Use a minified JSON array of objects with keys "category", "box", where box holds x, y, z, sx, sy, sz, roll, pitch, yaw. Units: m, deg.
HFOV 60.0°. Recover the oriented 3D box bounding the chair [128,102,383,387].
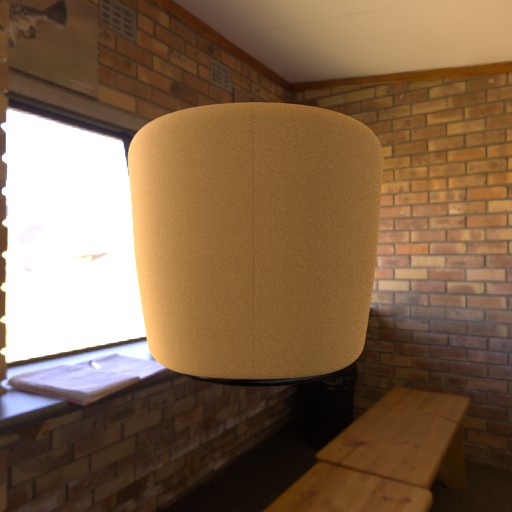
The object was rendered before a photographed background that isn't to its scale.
[{"category":"chair","box":[0.000,0.000,1.356,0.773,0.698,0.767,0,0,1]}]
